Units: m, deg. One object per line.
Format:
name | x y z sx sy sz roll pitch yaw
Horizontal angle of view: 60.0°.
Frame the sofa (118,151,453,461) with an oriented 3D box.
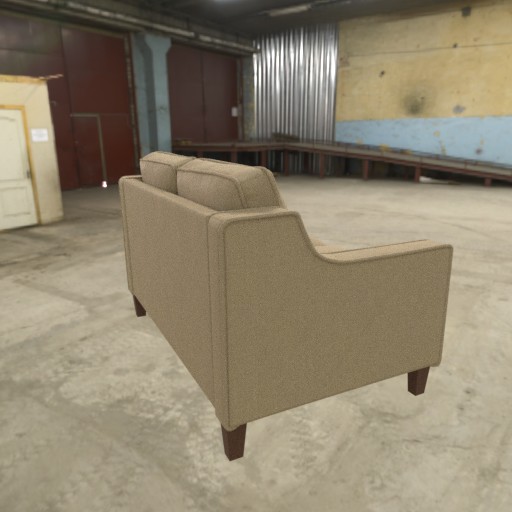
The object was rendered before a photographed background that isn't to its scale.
sofa | 0.000 0.000 2.166 0.987 0.971 1.501 -8 17 -26
